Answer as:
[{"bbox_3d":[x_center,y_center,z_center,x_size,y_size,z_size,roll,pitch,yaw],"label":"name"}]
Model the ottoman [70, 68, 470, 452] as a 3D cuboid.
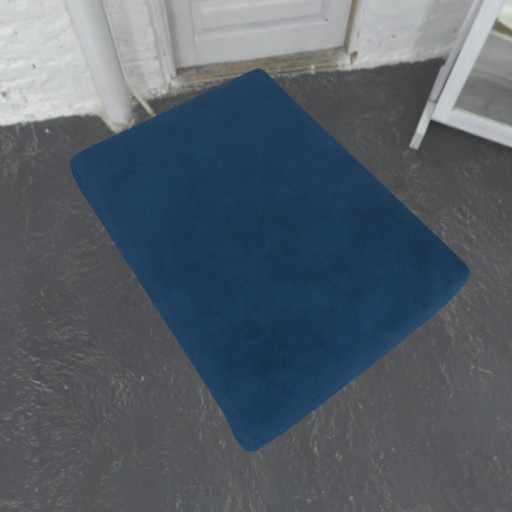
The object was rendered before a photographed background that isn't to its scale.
[{"bbox_3d":[0.000,0.000,1.136,0.572,0.503,0.773,-32,67,-16],"label":"ottoman"}]
